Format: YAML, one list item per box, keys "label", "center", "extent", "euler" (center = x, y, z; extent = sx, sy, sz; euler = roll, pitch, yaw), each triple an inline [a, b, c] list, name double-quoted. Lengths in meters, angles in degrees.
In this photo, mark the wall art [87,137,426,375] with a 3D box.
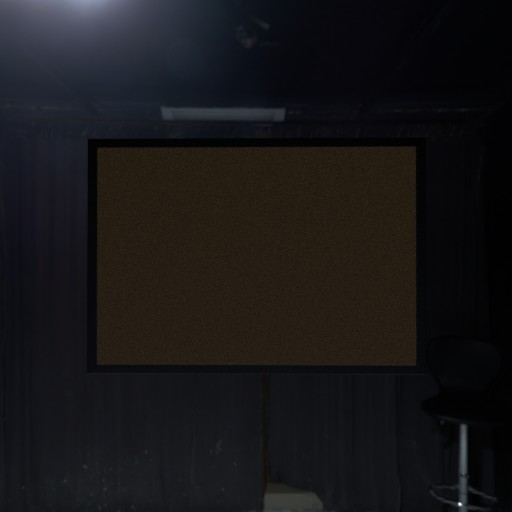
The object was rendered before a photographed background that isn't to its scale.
- label: "wall art"
  center: [0.000, 0.000, 0.581]
  extent: [0.440, 0.306, 0.013]
  euler: [0, 0, 1]
